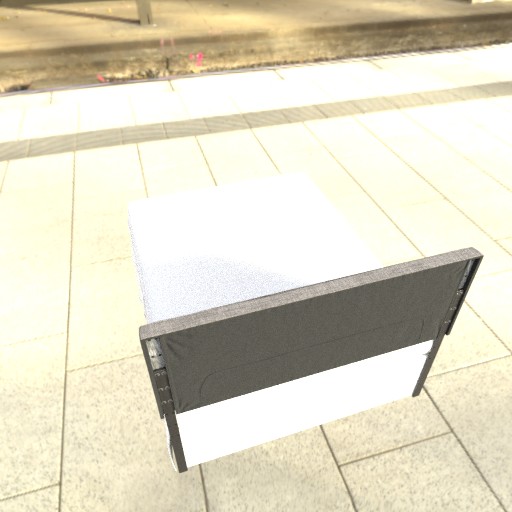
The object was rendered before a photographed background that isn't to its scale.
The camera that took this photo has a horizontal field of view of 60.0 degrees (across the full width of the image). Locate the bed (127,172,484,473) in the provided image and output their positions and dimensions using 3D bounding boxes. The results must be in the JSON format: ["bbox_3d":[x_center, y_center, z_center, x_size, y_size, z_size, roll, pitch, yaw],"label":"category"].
[{"bbox_3d":[0.000,0.000,2.944,1.621,1.168,1.958,-12,42,-14],"label":"bed"}]
